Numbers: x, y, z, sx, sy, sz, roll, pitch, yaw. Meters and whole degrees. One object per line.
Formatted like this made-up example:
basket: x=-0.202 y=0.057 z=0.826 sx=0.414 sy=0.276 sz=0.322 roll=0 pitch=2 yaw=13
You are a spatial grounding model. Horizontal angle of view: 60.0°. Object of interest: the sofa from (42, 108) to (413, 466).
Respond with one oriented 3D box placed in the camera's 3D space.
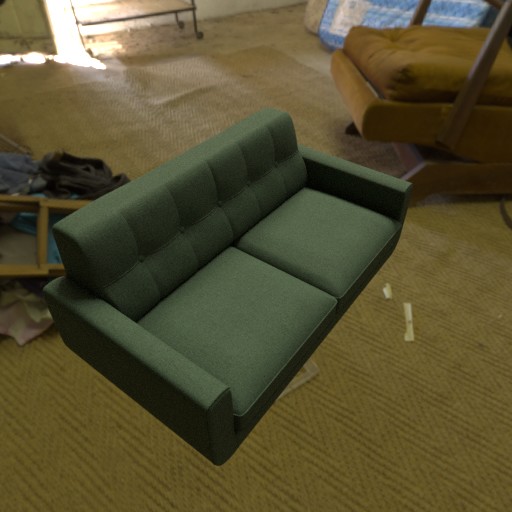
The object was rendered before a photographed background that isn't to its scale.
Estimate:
sofa: x=0.000 y=0.000 z=2.117 sx=0.909 sy=0.841 sz=1.631 roll=26 pitch=47 yaw=27
